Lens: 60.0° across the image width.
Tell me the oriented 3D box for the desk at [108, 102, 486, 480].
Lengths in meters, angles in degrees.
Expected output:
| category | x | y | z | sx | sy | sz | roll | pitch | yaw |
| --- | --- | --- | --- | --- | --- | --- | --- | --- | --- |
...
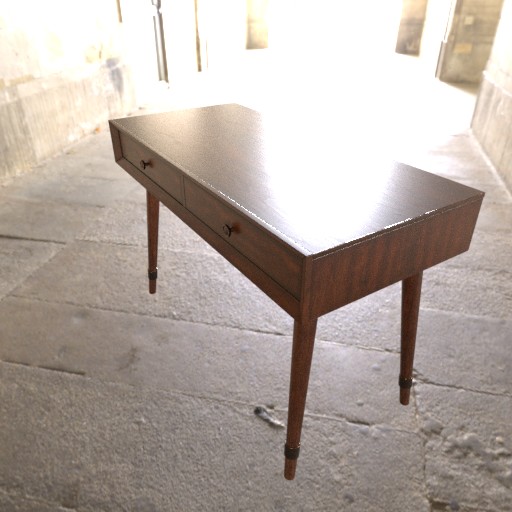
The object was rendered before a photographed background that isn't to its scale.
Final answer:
| category | x | y | z | sx | sy | sz | roll | pitch | yaw |
| --- | --- | --- | --- | --- | --- | --- | --- | --- | --- |
| desk | 0.000 | 0.000 | 2.082 | 0.734 | 1.031 | 1.577 | -19 | 36 | -28 |
